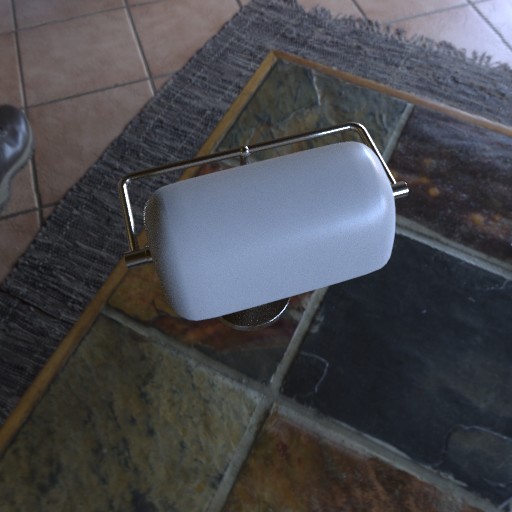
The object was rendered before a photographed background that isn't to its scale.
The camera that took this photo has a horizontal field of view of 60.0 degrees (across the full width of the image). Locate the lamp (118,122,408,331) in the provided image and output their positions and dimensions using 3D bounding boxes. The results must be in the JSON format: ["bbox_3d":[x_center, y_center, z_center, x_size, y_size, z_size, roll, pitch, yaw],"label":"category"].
[{"bbox_3d":[0.000,0.000,0.565,0.269,0.404,0.227,-15,63,-8],"label":"lamp"}]
